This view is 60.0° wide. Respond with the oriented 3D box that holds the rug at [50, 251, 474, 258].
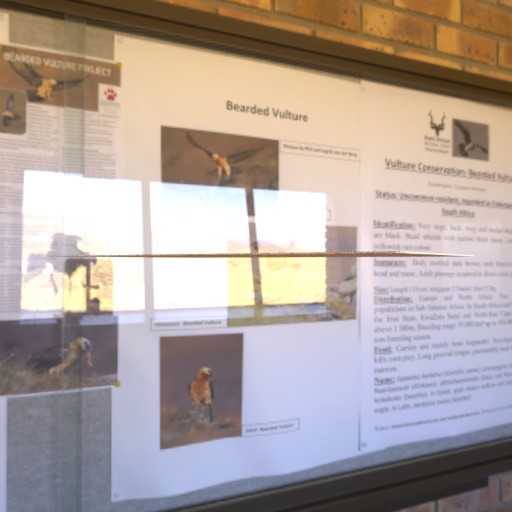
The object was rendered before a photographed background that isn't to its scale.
[{"bbox_3d":[0.000,0.000,2.993,2.446,0.009,1.529,0,-1,35],"label":"rug"}]
